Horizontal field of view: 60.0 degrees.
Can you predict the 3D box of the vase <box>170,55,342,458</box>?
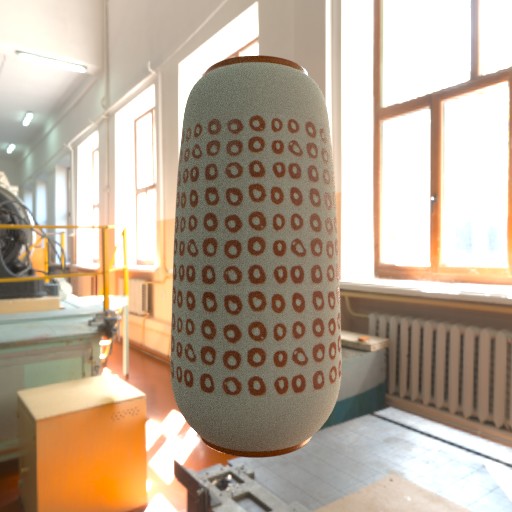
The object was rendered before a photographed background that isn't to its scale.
[{"bbox_3d":[0.000,0.000,0.351,0.133,0.282,0.133,0,0,0],"label":"vase"}]
